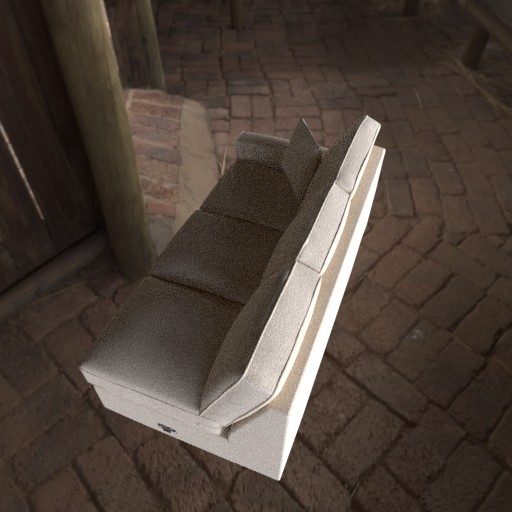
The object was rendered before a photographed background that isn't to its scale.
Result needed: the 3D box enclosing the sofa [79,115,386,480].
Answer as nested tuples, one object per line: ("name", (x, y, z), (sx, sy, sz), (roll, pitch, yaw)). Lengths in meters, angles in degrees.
("sofa", (0.000, 0.000, 2.532), (1.034, 0.946, 1.962), (16, 48, 15))
